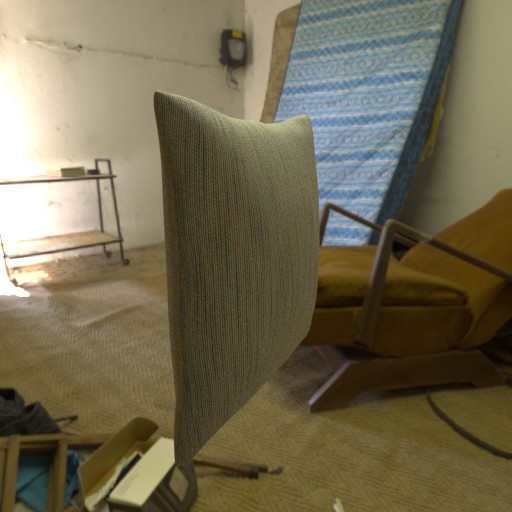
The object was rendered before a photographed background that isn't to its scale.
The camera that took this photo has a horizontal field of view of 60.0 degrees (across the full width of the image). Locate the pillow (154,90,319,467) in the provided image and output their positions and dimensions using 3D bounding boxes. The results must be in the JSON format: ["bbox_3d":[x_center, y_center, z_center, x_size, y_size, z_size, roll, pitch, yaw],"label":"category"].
[{"bbox_3d":[0.000,0.000,0.787,0.178,0.506,0.512,7,16,26],"label":"pillow"}]
